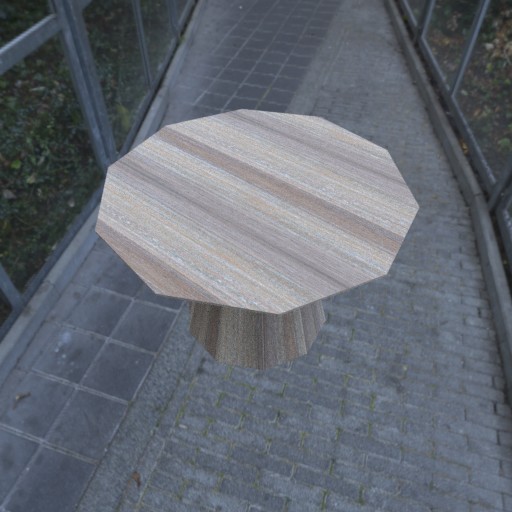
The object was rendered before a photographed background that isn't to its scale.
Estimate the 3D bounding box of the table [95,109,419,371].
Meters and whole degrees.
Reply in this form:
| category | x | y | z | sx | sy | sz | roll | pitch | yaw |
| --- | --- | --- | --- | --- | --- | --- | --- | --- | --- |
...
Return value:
| category | x | y | z | sx | sy | sz | roll | pitch | yaw |
| --- | --- | --- | --- | --- | --- | --- | --- | --- | --- |
| table | 0.000 | 0.000 | 1.929 | 1.186 | 0.752 | 1.186 | 0 | 46 | 0 |
